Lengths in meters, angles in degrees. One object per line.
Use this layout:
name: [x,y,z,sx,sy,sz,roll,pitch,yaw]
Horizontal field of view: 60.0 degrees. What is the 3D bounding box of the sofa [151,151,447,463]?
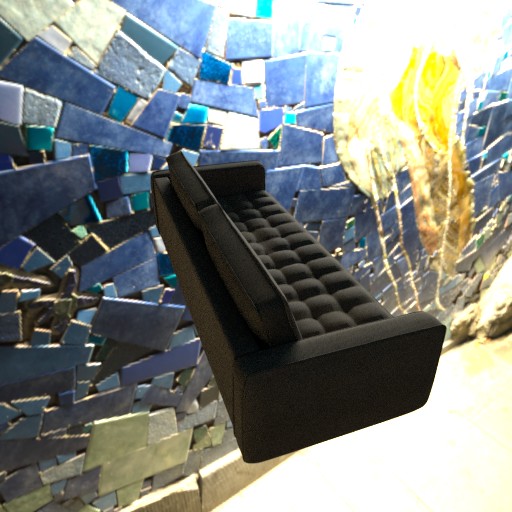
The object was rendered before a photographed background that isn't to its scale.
sofa: [0.000,0.000,2.695,0.923,0.813,2.295,-11,32,-17]
